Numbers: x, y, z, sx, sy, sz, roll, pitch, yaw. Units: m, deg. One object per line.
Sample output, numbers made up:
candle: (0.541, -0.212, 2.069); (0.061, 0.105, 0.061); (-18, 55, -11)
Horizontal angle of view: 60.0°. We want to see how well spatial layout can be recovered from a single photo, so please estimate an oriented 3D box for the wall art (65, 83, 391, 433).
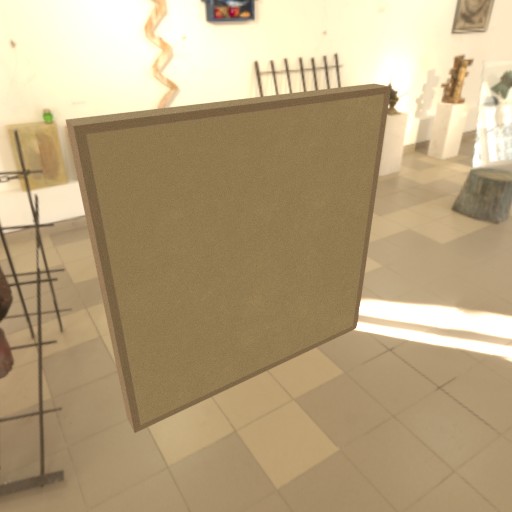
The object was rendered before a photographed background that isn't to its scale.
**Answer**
wall art: (0.000, 0.000, 0.751); (0.508, 0.506, 0.038); (-18, 34, -28)
